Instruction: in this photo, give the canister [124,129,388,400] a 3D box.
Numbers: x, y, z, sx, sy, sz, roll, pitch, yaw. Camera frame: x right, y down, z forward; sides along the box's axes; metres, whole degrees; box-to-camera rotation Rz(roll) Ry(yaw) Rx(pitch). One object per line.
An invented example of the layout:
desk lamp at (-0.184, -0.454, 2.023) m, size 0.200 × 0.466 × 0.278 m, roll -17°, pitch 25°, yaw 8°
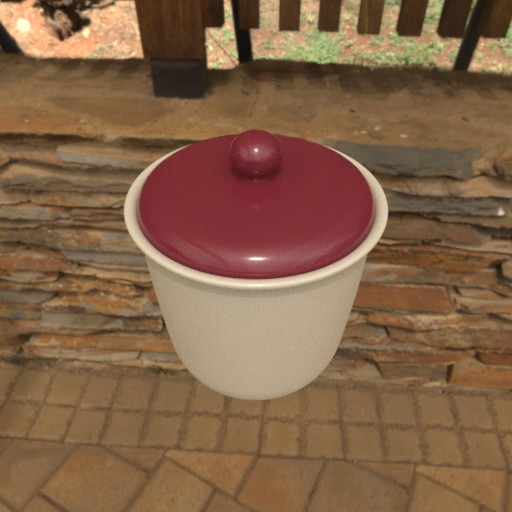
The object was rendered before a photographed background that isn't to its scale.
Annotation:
canister at (0.000, 0.000, 0.351) m, size 0.182 × 0.208 × 0.182 m, roll 0°, pitch 42°, yaw 0°
